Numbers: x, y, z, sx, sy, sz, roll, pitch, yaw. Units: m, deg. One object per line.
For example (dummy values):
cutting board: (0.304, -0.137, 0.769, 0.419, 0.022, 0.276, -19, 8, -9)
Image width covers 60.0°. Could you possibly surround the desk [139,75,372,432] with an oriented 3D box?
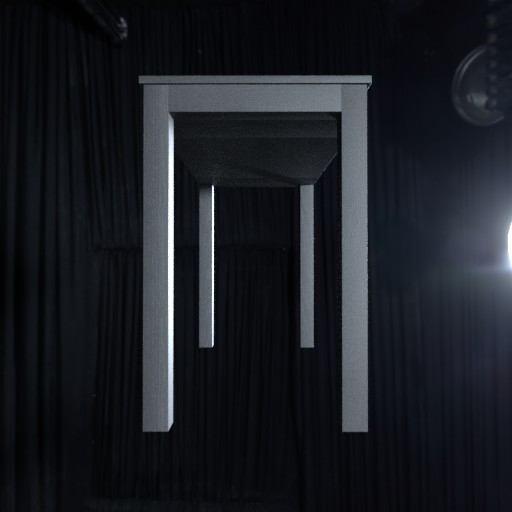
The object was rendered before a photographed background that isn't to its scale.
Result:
desk: (0.000, 0.000, 1.440, 0.499, 0.762, 0.991, 0, -1, 0)
